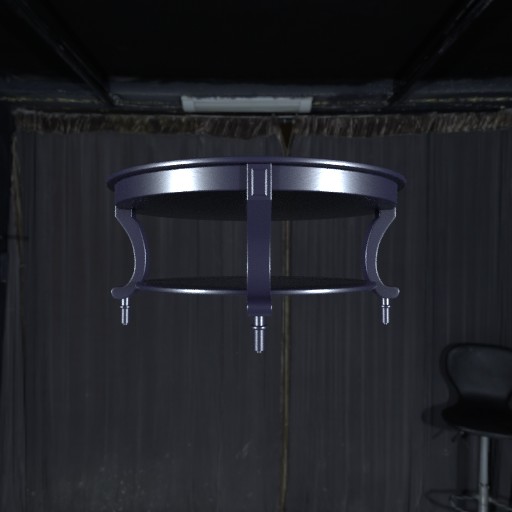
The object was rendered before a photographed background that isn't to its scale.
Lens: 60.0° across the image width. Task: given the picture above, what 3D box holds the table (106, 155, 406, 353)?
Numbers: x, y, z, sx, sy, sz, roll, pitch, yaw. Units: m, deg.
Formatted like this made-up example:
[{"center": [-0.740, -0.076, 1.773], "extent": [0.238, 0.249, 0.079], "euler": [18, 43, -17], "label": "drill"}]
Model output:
[{"center": [0.000, 0.000, 1.597], "extent": [1.029, 0.491, 1.029], "euler": [0, 0, 0], "label": "table"}]
